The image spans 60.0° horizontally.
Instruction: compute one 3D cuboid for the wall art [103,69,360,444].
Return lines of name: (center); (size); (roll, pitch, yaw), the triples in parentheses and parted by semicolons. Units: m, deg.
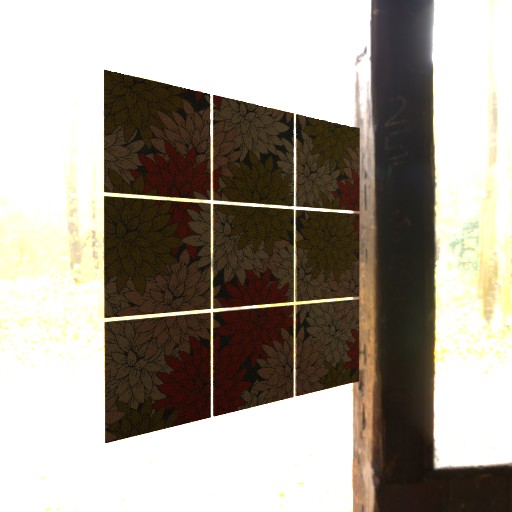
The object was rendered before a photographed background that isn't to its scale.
wall art: (0.000, 0.000, 1.788); (1.206, 1.218, 0.013); (0, 1, -35)
